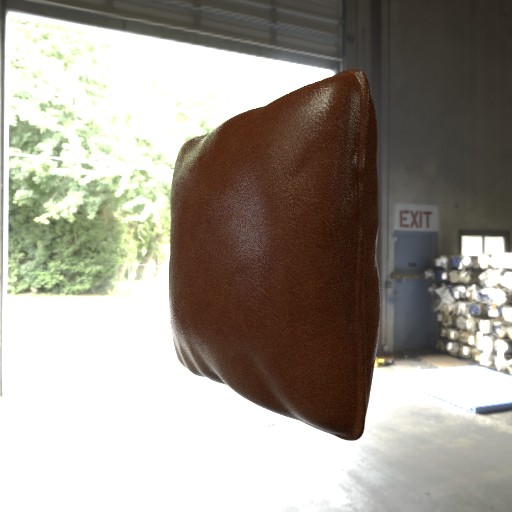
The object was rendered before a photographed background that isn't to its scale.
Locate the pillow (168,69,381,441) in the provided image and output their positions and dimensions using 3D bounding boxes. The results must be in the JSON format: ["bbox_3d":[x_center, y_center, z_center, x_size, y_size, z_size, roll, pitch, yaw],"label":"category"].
[{"bbox_3d":[0.000,0.000,0.810,0.236,0.523,0.532,0,0,-36],"label":"pillow"}]
